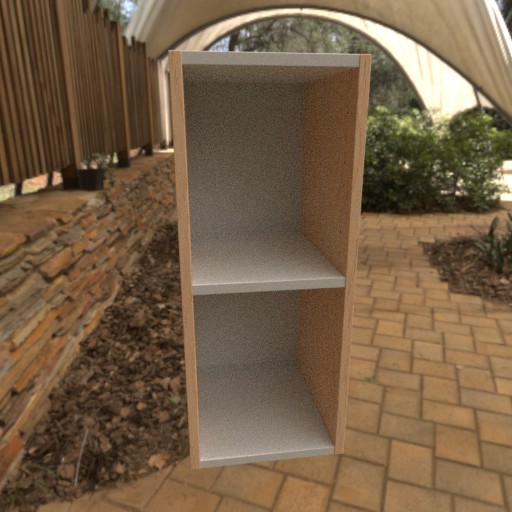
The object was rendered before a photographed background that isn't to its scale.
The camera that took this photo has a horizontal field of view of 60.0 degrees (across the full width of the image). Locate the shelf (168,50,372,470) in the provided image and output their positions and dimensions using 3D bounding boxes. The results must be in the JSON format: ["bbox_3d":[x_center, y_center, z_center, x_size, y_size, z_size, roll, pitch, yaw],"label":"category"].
[{"bbox_3d":[0.000,0.000,0.756,0.250,0.600,0.290,-2,17,-8],"label":"shelf"}]
